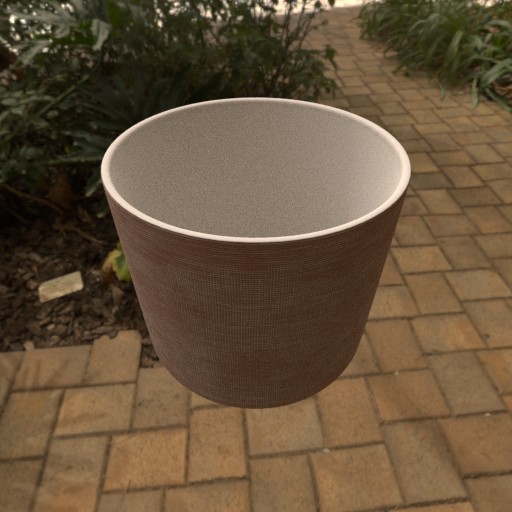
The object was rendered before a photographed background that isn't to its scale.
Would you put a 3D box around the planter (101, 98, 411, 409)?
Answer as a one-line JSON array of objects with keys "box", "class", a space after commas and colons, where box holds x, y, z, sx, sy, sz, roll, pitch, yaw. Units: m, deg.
[{"box": [0.000, 0.000, 0.775, 0.440, 0.398, 0.440, 0, 39, 0], "class": "planter"}]
